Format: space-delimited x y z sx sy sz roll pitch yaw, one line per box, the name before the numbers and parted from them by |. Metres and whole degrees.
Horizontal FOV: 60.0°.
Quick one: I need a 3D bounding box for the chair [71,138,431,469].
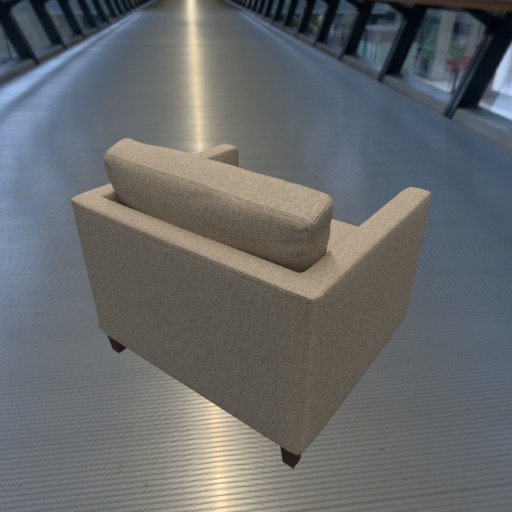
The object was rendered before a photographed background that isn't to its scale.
chair | 0.000 0.000 1.857 1.107 0.961 0.959 21 36 31
